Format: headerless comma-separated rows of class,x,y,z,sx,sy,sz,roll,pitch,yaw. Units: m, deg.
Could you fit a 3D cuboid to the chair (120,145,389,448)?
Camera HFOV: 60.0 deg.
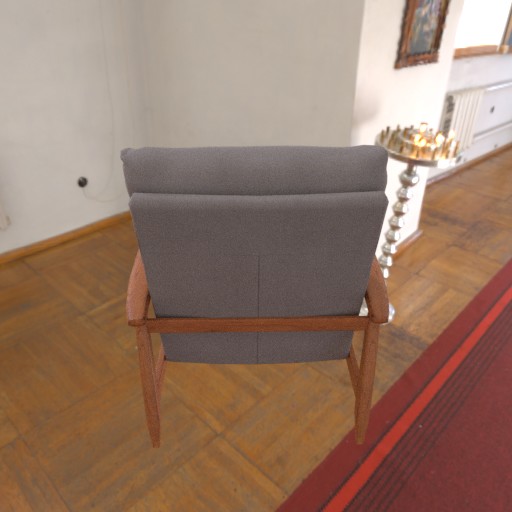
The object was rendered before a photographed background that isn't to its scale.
chair,0.000,0.000,1.508,0.782,0.922,0.816,-1,31,-1
